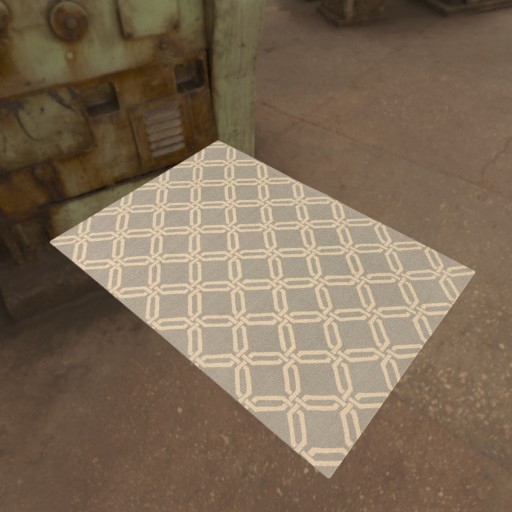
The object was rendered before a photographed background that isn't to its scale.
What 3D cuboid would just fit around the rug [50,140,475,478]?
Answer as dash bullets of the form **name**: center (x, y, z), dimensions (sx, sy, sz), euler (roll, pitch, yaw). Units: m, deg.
- **rug**: center (0.000, 0.000, 2.711), dimensions (2.133, 0.013, 1.522), euler (32, 55, 26)
